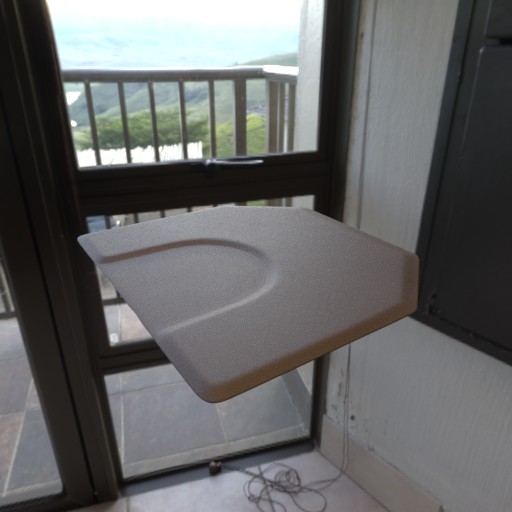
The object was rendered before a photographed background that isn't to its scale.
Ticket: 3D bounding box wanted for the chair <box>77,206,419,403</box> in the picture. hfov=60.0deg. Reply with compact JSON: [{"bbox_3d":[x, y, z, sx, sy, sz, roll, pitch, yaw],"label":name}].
[{"bbox_3d":[0.000,0.000,1.956,1.219,0.024,1.372,-16,30,-30],"label":"chair"}]
